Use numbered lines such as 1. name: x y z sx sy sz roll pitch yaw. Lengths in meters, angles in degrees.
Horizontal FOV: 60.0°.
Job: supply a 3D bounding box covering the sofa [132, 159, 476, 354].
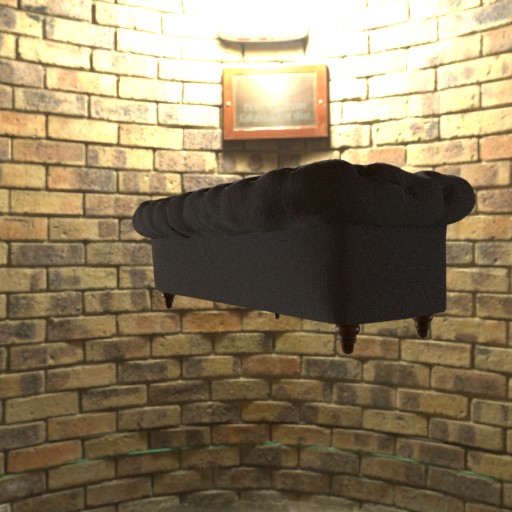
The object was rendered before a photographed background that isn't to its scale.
1. sofa: 0.000 0.000 2.807 1.046 0.836 2.335 0 1 -35
